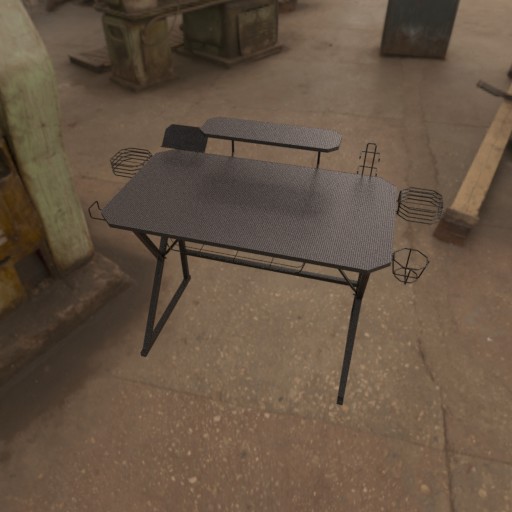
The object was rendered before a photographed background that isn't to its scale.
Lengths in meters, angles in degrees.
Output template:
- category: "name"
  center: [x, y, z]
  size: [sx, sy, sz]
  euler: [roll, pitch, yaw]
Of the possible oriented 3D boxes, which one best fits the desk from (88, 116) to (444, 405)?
- category: "desk"
  center: [0.000, 0.000, 1.770]
  size: [1.290, 0.880, 0.580]
  euler: [10, 42, 12]
